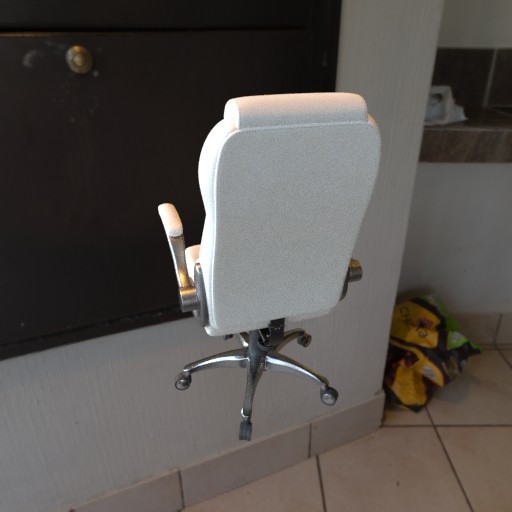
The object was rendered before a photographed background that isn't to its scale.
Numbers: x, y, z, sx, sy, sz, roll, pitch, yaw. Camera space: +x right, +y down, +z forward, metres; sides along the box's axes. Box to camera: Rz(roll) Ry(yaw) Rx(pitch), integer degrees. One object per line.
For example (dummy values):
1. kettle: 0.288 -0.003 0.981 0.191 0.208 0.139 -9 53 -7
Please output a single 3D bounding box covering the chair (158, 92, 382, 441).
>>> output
1. chair: 0.000 0.000 1.826 0.755 1.330 0.806 -8 28 -17
